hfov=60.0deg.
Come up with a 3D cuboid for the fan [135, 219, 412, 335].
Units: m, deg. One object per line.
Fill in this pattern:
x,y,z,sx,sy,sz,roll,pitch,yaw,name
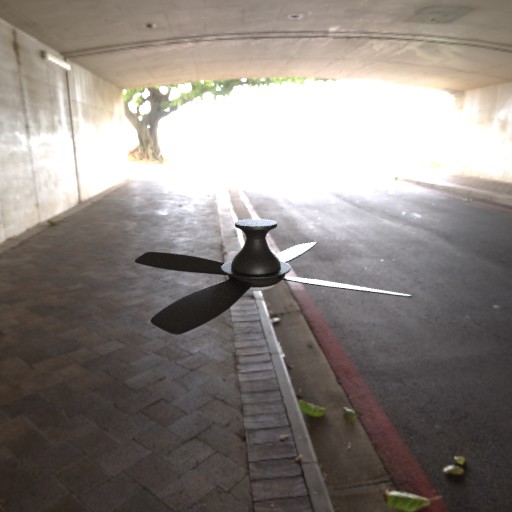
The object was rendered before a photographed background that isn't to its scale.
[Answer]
0.000,0.000,2.496,1.694,0.382,1.694,7,16,26,fan
